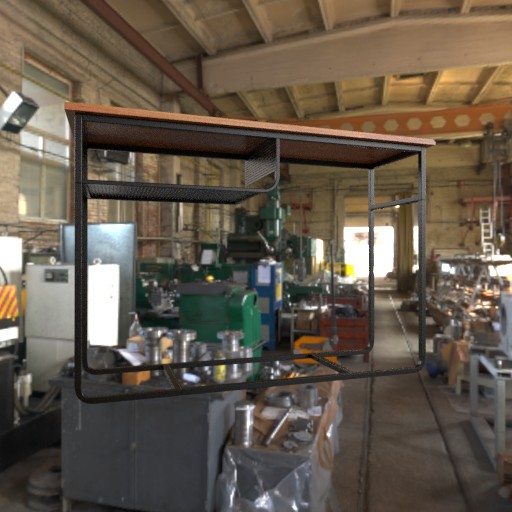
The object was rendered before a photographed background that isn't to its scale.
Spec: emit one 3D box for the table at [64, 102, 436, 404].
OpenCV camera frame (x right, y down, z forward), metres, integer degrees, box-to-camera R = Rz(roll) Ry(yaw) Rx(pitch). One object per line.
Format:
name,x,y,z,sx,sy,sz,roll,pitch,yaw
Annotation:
table,0.000,0.000,1.418,1.100,0.750,0.350,0,0,-18
